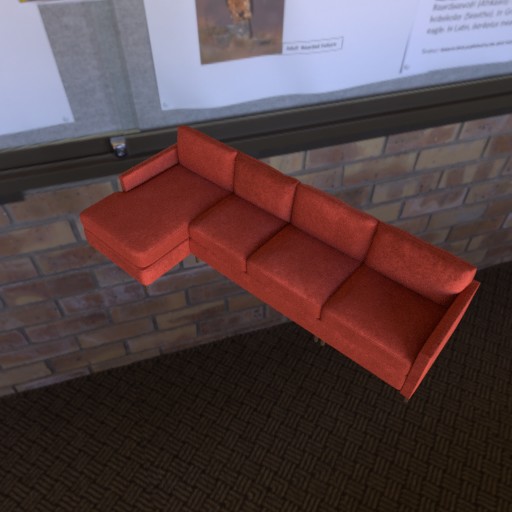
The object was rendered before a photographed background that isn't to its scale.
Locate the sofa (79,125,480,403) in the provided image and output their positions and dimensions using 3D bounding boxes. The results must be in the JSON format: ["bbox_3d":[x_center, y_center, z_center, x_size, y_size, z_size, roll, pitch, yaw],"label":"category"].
[{"bbox_3d":[0.000,0.000,4.032,3.400,0.967,1.500,31,54,27],"label":"sofa"}]
